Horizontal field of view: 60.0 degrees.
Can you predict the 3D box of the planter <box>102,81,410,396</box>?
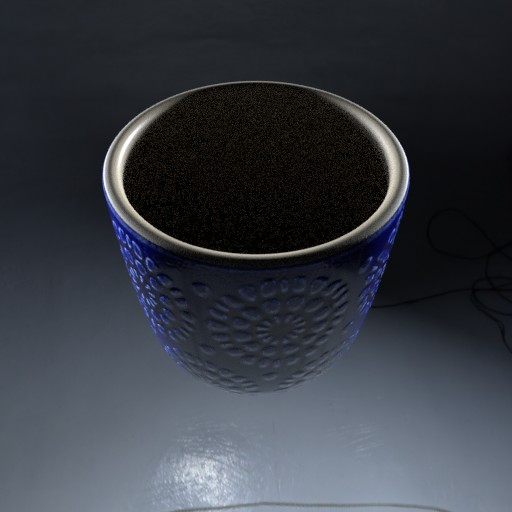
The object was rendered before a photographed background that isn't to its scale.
[{"bbox_3d":[0.000,0.000,0.200,0.109,0.112,0.109,0,48,0],"label":"planter"}]
